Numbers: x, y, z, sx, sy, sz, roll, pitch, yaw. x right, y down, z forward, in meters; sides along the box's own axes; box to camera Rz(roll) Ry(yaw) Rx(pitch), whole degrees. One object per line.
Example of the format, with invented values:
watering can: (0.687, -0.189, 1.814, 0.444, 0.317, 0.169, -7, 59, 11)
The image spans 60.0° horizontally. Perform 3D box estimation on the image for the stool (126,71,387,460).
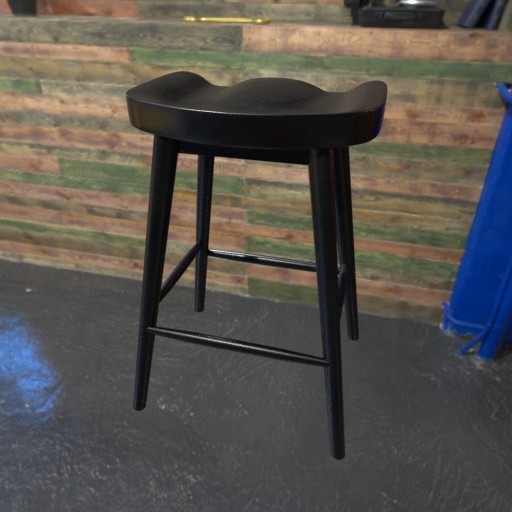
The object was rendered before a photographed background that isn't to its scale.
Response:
stool: (0.000, 0.000, 0.859, 0.440, 0.615, 0.361, 8, 33, 13)
